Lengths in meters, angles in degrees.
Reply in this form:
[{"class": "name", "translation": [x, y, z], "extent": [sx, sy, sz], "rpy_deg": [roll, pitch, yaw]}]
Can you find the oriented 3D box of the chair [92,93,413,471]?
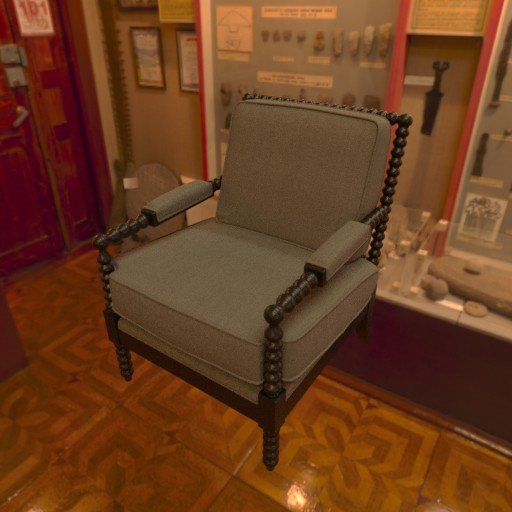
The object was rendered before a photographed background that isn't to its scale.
[{"class": "chair", "translation": [0.000, 0.000, 1.120], "extent": [0.540, 0.661, 0.622], "rpy_deg": [19, 35, 29]}]
